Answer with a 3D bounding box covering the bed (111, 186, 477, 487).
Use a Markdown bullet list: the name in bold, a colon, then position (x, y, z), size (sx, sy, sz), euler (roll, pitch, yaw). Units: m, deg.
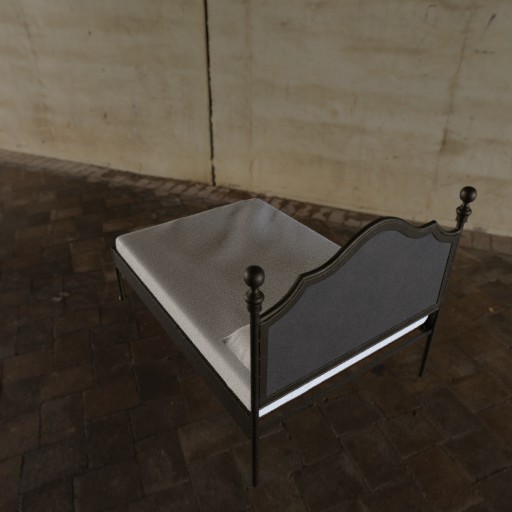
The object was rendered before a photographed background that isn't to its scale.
- **bed**: position (0.000, 0.000, 3.210), size (1.533, 1.462, 2.170), euler (-20, 37, -29)
